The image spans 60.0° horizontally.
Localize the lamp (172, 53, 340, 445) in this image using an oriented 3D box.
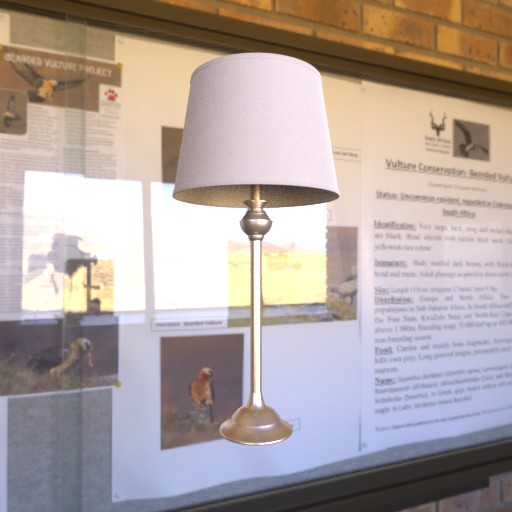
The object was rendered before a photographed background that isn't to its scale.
[{"bbox_3d":[0.000,0.000,0.890,0.331,0.698,0.331,0,-1,0],"label":"lamp"}]
